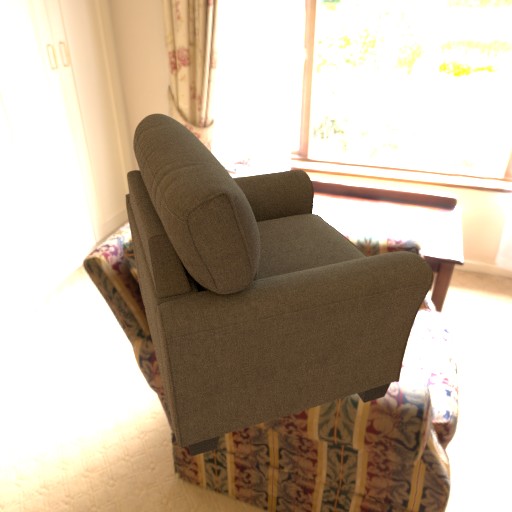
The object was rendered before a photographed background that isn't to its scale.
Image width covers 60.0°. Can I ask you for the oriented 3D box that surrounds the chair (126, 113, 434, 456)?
[{"bbox_3d":[0.000,0.000,1.616,0.816,0.890,0.941,-10,32,-17],"label":"chair"}]
